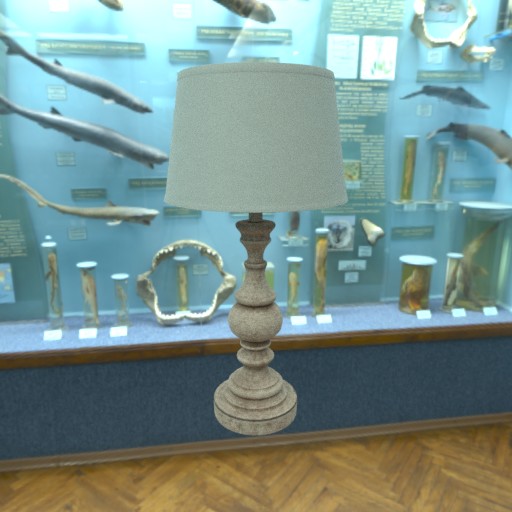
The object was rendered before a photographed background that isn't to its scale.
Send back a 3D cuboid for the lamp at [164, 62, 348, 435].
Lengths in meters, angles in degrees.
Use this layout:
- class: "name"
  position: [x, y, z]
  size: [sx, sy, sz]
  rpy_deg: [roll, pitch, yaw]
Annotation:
- class: "lamp"
  position: [0.000, 0.000, 0.862]
  size: [0.340, 0.678, 0.340]
  rpy_deg: [0, 15, 0]
